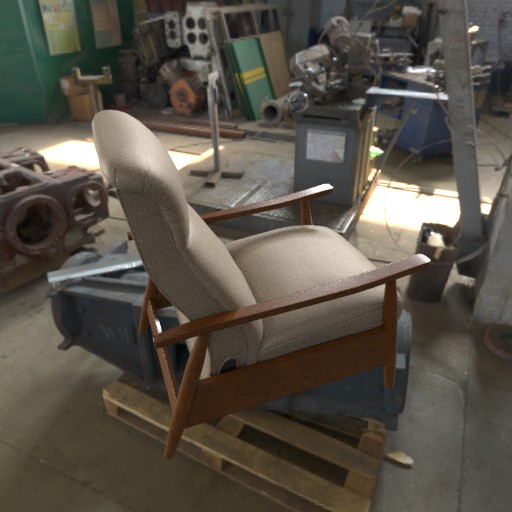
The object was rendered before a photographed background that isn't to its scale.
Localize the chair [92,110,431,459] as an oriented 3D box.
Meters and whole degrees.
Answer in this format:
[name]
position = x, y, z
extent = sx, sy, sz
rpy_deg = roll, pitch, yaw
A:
[chair]
position = 0.000, 0.000, 1.736
extent = 1.032, 1.082, 0.762
rpy_deg = -11, 33, -17
